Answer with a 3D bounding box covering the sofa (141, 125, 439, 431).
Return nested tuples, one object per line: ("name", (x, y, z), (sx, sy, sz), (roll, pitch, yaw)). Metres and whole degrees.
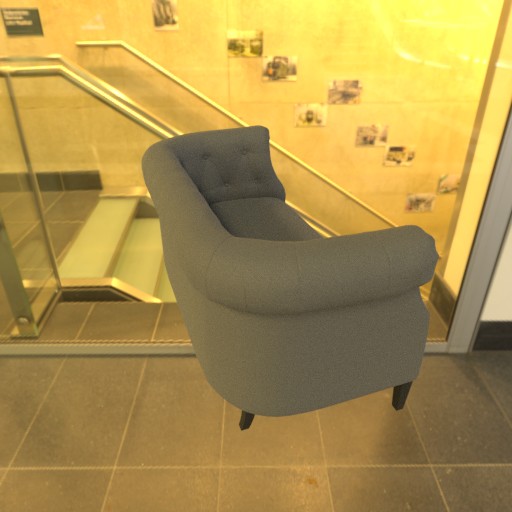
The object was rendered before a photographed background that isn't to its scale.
("sofa", (0.000, 0.000, 2.024), (0.835, 0.827, 1.558), (-10, 32, -17))
